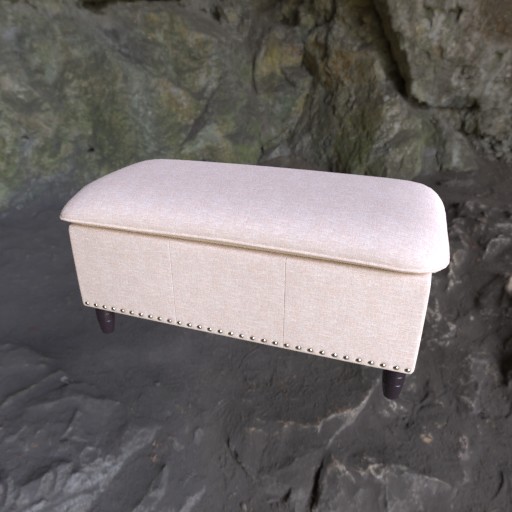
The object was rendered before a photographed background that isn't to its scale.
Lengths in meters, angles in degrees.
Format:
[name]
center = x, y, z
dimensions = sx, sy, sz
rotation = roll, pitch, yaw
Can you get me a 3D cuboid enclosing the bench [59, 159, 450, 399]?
[bench]
center = 0.000, 0.000, 1.292
dimensions = 0.991, 0.483, 0.483
rotation = 9, 27, 17
